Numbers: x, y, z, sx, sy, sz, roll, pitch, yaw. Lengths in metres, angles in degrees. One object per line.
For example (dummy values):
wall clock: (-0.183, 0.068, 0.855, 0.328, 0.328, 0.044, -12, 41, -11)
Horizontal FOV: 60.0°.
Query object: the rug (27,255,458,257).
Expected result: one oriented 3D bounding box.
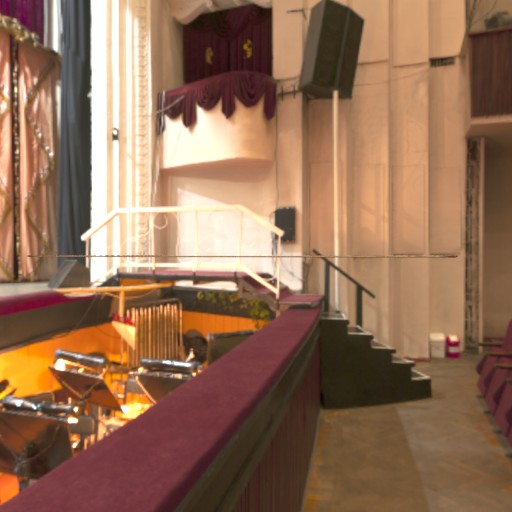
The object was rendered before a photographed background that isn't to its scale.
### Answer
rug: (0.000, 0.000, 3.850, 3.040, 0.017, 2.030, 0, 0, 19)
